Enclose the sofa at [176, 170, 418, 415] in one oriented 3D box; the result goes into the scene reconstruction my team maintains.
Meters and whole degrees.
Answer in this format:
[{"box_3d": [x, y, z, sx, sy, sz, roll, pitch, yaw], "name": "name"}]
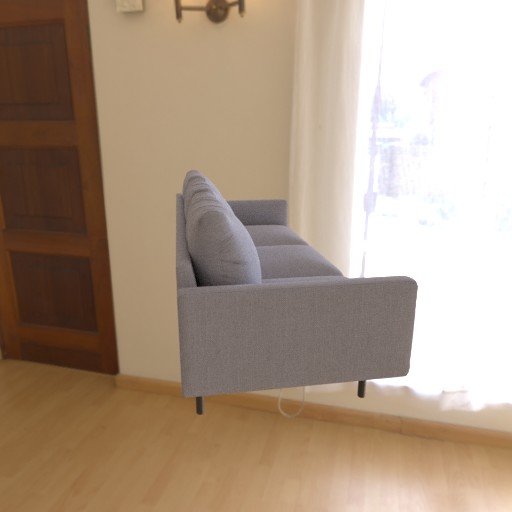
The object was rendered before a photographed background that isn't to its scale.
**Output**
[{"box_3d": [0.000, 0.000, 2.453, 0.850, 0.830, 2.000, -3, 16, -9], "name": "sofa"}]
